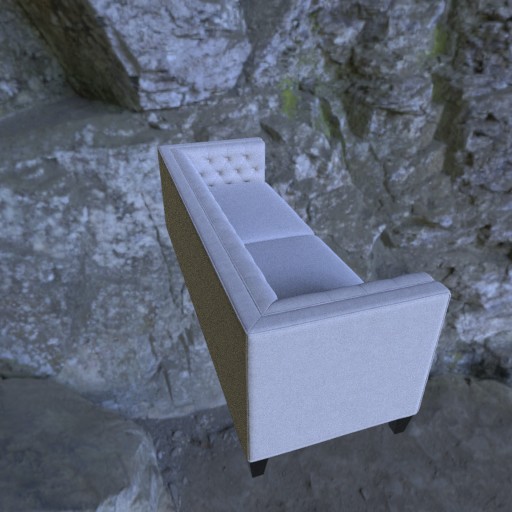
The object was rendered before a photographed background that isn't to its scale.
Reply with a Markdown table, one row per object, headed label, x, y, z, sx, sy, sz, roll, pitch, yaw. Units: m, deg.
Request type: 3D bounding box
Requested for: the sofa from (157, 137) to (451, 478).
| label | x | y | z | sx | sy | sz | roll | pitch | yaw |
| --- | --- | --- | --- | --- | --- | --- | --- | --- | --- |
| sofa | 0.000 | 0.000 | 2.542 | 0.775 | 0.762 | 2.159 | -9 | 31 | -16 |
